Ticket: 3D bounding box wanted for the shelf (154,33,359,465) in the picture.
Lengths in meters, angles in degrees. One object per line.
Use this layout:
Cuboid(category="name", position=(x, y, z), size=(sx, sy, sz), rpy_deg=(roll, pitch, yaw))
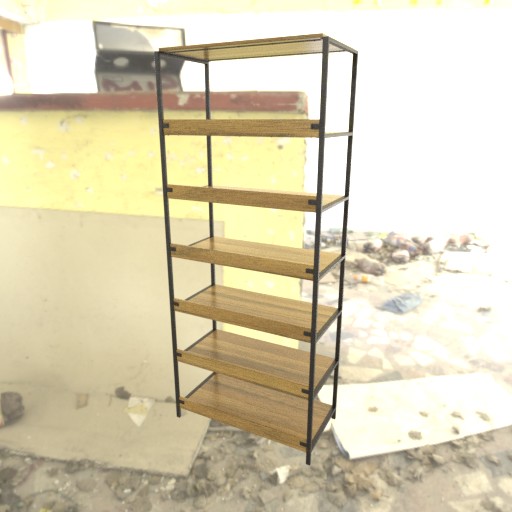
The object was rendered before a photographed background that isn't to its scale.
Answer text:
Cuboid(category="shelf", position=(0.000, 0.000, 2.349), size=(0.847, 2.015, 0.431), rpy_deg=(9, 19, 26))
